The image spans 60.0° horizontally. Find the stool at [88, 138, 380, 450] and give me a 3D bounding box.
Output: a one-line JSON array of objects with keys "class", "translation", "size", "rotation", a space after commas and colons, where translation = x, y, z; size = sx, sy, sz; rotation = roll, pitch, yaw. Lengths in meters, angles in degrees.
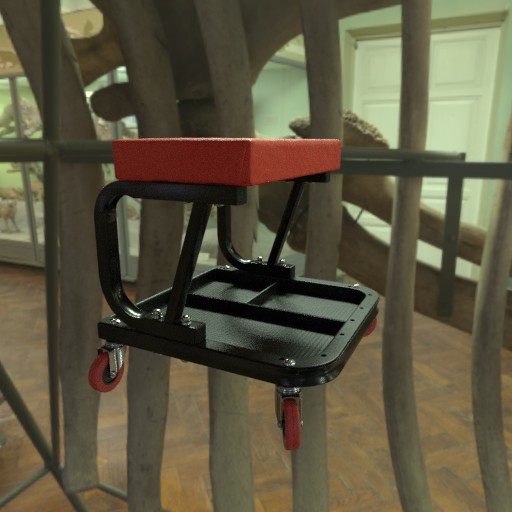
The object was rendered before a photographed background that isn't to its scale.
[{"class": "stool", "translation": [0.000, 0.000, 0.743], "size": [0.371, 0.380, 0.446], "rotation": [7, 16, 26]}]
